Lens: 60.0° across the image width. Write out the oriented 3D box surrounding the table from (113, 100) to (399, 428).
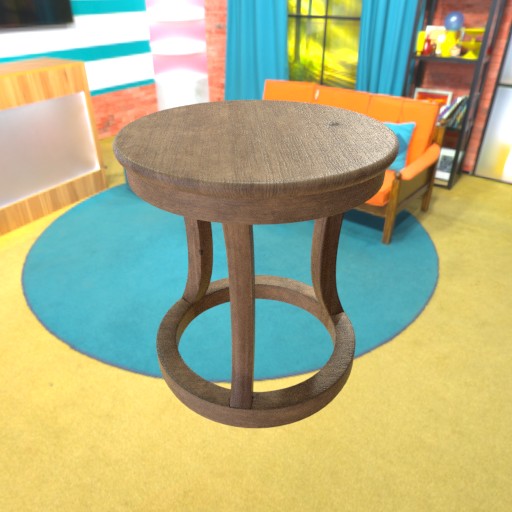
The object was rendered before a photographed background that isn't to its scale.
[{"bbox_3d":[0.000,0.000,0.809,0.432,0.460,0.432,0,32,0],"label":"table"}]
